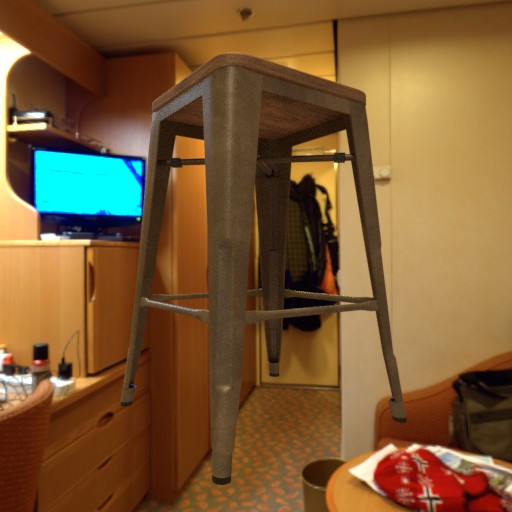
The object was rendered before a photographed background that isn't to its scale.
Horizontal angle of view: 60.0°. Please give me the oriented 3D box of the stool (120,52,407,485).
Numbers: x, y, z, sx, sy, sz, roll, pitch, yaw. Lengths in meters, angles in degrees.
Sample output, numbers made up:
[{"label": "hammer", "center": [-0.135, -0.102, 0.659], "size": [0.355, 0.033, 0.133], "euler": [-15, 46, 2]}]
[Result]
[{"label": "stool", "center": [0.000, 0.000, 0.865], "size": [0.407, 0.607, 0.407], "euler": [0, 0, -35]}]
